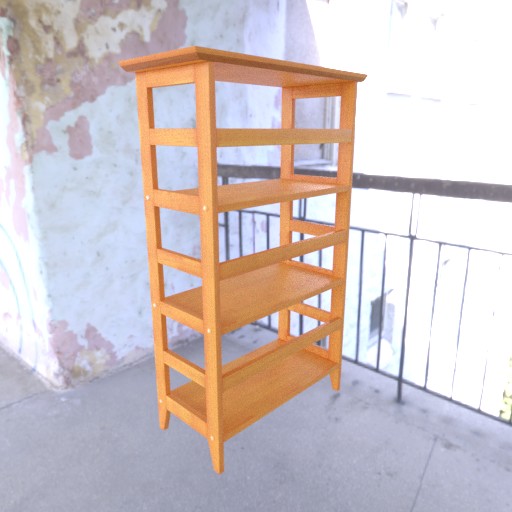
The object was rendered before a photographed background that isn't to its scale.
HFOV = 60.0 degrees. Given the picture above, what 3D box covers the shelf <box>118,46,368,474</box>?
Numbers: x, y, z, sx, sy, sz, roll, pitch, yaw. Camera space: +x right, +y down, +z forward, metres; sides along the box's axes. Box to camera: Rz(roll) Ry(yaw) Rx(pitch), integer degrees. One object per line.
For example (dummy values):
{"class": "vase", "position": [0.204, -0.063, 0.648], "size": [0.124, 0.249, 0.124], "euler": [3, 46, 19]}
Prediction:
{"class": "shelf", "position": [0.000, 0.000, 1.359], "size": [0.305, 1.067, 0.660], "euler": [15, 22, 42]}
